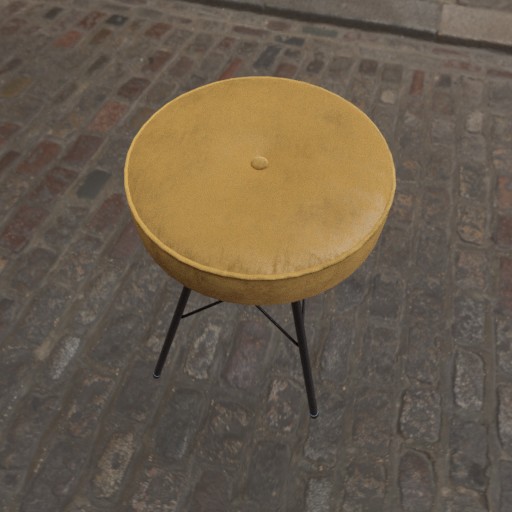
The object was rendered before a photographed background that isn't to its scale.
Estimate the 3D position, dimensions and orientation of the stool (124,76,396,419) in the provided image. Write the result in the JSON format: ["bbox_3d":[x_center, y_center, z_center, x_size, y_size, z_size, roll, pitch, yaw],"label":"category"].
[{"bbox_3d":[0.000,0.000,0.937,0.438,0.595,0.472,14,59,8],"label":"stool"}]
